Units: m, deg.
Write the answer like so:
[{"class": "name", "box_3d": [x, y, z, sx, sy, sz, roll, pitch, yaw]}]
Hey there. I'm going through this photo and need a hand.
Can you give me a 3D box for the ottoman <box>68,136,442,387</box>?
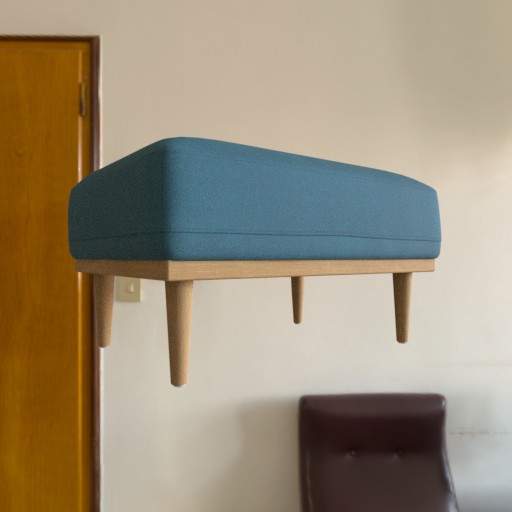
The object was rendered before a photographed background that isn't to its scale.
[{"class": "ottoman", "box_3d": [0.000, 0.000, 1.067, 0.749, 0.428, 0.549, 0, 0, -37]}]
